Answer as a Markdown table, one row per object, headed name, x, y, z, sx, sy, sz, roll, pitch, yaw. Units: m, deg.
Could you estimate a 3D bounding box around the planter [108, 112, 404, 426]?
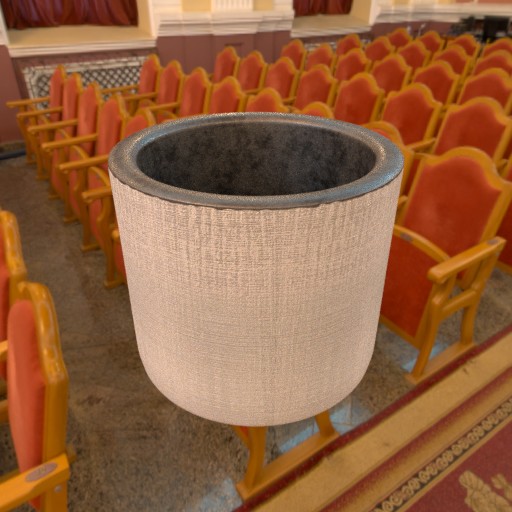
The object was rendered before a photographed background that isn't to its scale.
| name | x | y | z | sx | sy | sz | roll | pitch | yaw |
| --- | --- | --- | --- | --- | --- | --- | --- | --- | --- |
| planter | 0.000 | 0.000 | 0.219 | 0.125 | 0.112 | 0.125 | 0 | 31 | 0 |
